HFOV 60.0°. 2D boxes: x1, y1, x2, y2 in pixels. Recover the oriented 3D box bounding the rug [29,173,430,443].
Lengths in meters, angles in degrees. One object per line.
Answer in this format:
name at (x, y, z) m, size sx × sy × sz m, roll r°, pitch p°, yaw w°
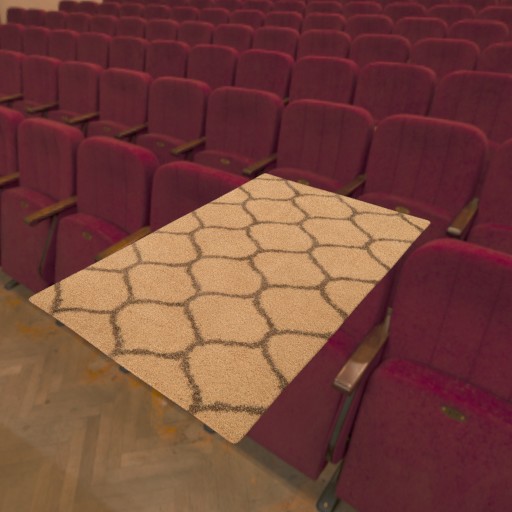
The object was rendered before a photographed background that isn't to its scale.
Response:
rug at (0.000, 0.000, 3.422) m, size 1.801 × 0.026 × 2.701 m, roll 22°, pitch 39°, yaw 30°
